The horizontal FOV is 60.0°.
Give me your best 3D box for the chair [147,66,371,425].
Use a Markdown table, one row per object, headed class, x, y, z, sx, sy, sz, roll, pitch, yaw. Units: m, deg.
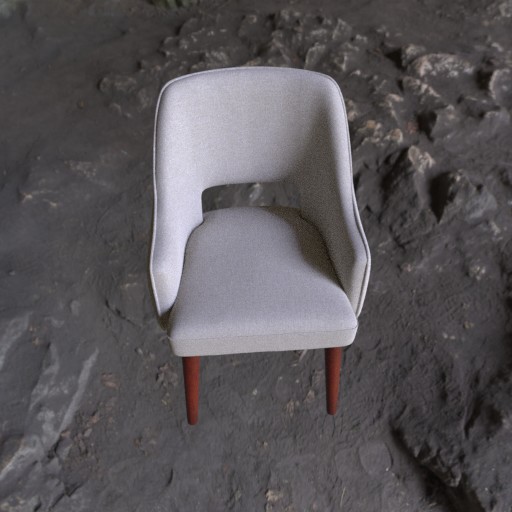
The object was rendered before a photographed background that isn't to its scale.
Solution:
| class | x | y | z | sx | sy | sz | roll | pitch | yaw |
| --- | --- | --- | --- | --- | --- | --- | --- | --- | --- |
| chair | 0.000 | 0.000 | 1.247 | 0.560 | 0.840 | 0.580 | -3 | 46 | -3 |
